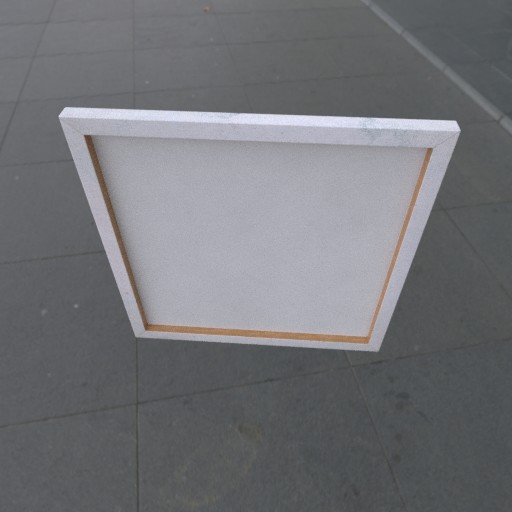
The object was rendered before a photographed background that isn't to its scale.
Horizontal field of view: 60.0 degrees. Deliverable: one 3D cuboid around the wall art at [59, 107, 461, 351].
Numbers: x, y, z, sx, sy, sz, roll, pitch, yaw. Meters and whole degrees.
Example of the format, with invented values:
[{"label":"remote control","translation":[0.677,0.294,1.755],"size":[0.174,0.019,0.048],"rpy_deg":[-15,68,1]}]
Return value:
[{"label":"wall art","translation":[0.000,0.000,1.123],"size":[0.762,0.762,0.038],"rpy_deg":[3,46,3]}]
